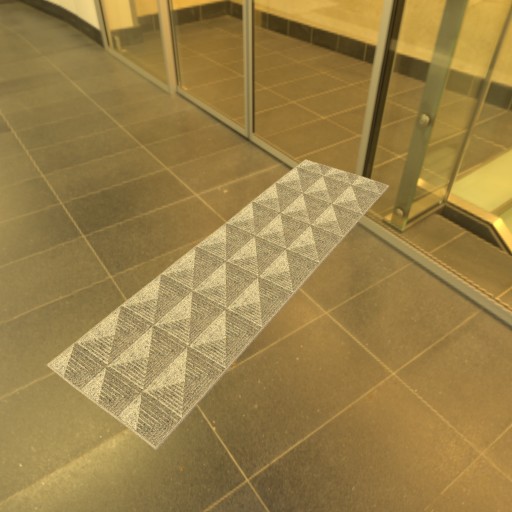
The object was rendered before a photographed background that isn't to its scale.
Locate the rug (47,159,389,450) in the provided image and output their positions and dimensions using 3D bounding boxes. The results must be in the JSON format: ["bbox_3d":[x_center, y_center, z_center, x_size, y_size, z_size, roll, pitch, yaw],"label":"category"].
[{"bbox_3d":[0.000,0.000,2.413,0.645,0.015,2.182,25,47,26],"label":"rug"}]
